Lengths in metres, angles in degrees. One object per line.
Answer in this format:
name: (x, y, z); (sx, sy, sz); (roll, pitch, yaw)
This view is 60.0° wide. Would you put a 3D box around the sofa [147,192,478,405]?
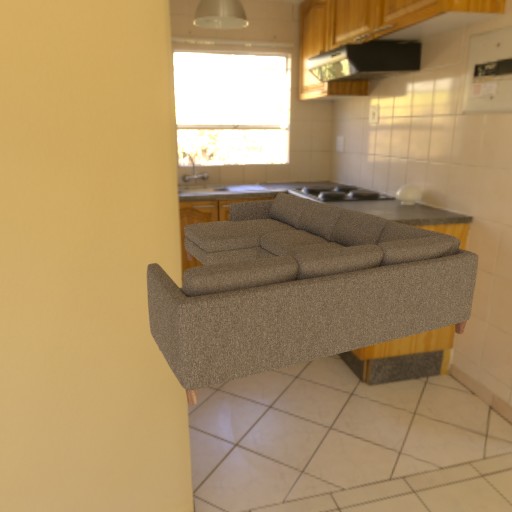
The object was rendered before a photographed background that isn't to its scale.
sofa: (0.000, 0.000, 4.539); (2.551, 0.853, 3.238); (-7, 18, -24)
